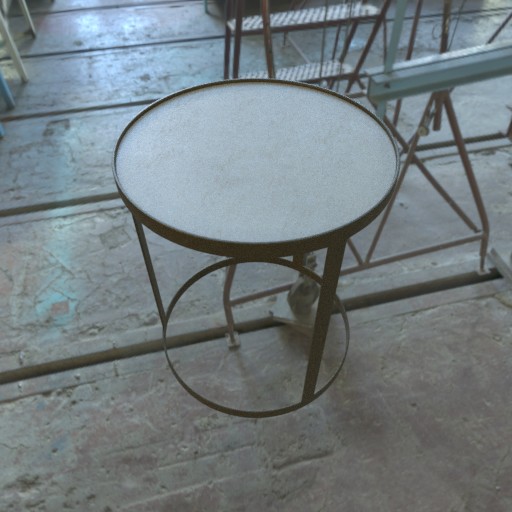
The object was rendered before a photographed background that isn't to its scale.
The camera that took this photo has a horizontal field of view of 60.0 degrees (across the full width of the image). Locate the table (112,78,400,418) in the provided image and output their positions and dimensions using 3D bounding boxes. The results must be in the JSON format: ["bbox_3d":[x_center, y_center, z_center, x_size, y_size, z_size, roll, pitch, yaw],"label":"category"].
[{"bbox_3d":[0.000,0.000,0.960,0.480,0.565,0.480,0,47,0],"label":"table"}]
